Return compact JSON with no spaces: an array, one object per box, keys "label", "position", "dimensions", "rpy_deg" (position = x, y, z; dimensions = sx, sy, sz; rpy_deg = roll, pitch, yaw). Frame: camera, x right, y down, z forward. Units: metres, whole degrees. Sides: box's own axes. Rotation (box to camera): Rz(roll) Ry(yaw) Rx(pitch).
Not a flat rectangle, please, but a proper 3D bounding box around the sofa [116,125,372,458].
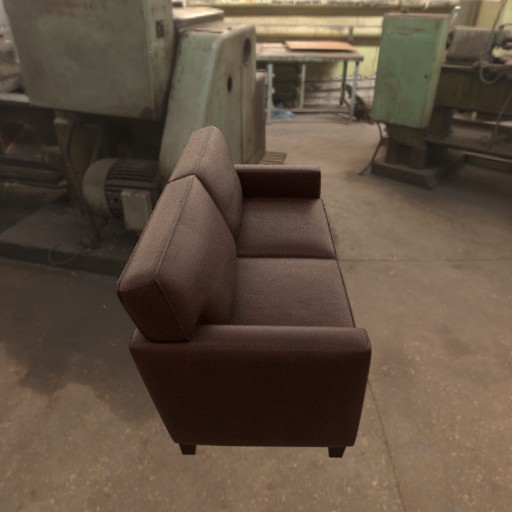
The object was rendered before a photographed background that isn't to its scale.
[{"label":"sofa","position":[0.000,0.000,2.368],"dimensions":[0.912,0.928,1.876],"rpy_deg":[1,31,1]}]
